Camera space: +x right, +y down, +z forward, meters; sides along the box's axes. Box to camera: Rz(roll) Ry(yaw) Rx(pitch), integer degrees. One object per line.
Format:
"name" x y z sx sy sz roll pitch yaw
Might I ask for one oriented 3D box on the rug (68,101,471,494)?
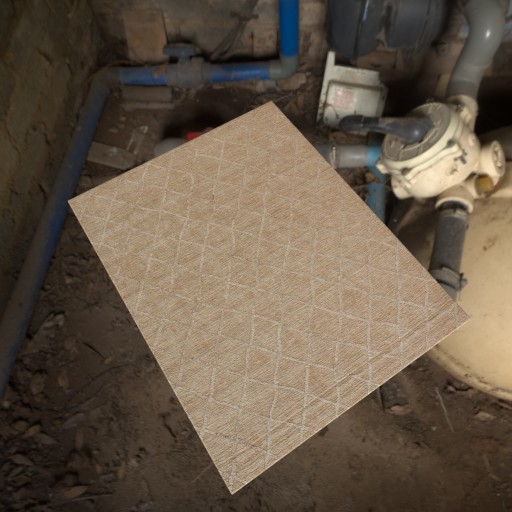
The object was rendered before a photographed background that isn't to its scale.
"rug" 0.000 0.000 4.078 2.420 0.019 3.039 -31 67 -14
